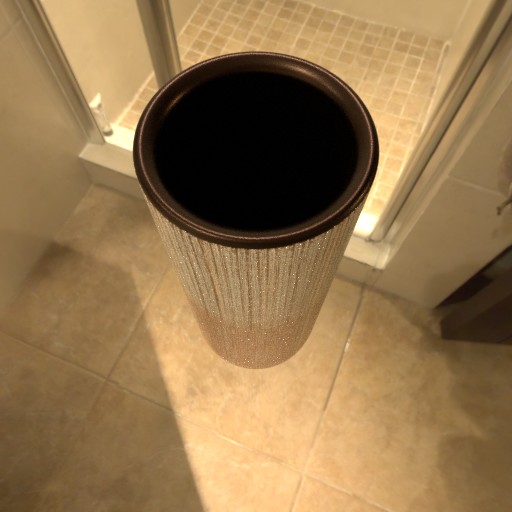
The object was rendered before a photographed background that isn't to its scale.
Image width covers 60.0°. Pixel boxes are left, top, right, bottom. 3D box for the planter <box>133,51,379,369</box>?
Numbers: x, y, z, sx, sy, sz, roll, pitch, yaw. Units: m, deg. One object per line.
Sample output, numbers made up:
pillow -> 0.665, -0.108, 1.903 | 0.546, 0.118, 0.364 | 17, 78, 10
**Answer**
planter -> 0.000, 0.000, 0.281 | 0.100, 0.227, 0.100 | -13, 66, -6
